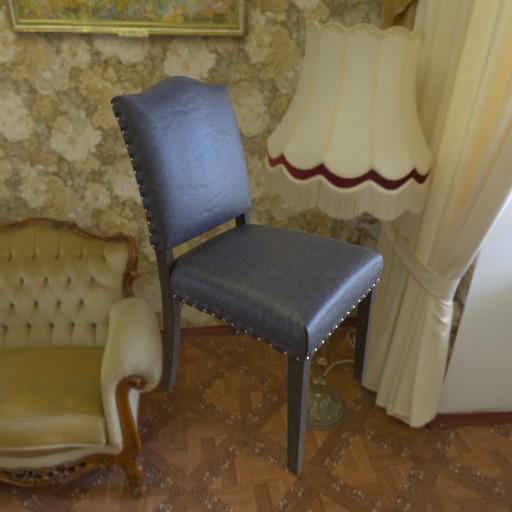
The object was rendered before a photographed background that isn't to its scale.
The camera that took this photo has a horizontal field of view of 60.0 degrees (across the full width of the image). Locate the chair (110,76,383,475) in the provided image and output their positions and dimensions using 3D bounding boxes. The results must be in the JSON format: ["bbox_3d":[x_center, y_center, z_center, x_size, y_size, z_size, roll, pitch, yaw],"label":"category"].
[{"bbox_3d":[0.000,0.000,1.343,0.633,0.991,0.500,17,31,31],"label":"chair"}]
